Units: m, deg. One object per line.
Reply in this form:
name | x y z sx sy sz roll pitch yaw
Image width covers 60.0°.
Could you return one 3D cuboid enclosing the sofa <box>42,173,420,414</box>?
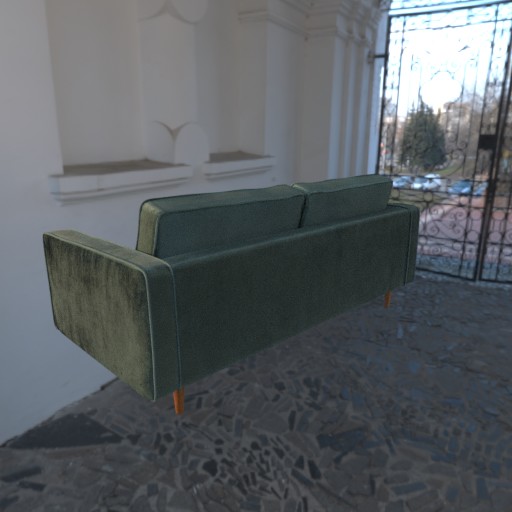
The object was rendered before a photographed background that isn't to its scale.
sofa | 0.000 0.000 2.282 1.816 0.781 0.886 -14 21 -42
